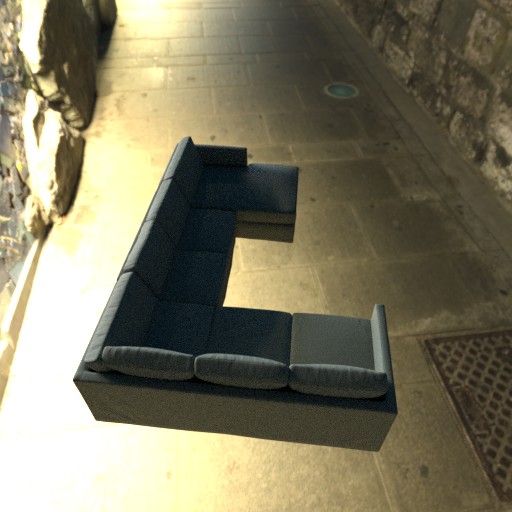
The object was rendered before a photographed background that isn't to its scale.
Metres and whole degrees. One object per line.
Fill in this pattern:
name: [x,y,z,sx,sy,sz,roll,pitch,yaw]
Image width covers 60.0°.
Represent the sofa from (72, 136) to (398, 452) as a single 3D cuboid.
sofa: [0.000,0.000,4.626,2.427,0.882,3.460,4,45,4]
